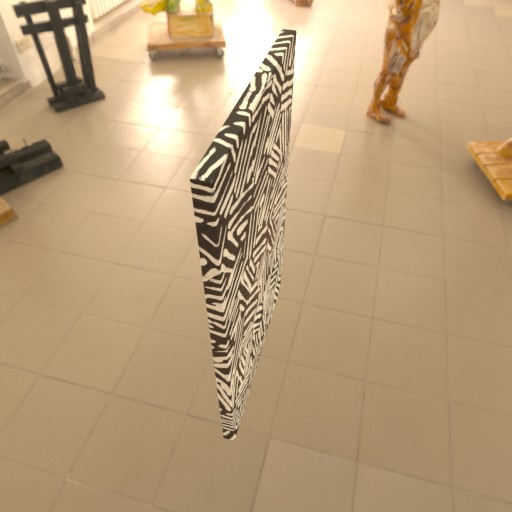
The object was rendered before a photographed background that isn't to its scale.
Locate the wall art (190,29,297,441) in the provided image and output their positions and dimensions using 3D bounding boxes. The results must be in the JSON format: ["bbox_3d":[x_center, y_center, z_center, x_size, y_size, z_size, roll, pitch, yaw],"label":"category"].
[{"bbox_3d":[0.000,0.000,1.163,0.035,0.918,0.615,11,47,10],"label":"wall art"}]
